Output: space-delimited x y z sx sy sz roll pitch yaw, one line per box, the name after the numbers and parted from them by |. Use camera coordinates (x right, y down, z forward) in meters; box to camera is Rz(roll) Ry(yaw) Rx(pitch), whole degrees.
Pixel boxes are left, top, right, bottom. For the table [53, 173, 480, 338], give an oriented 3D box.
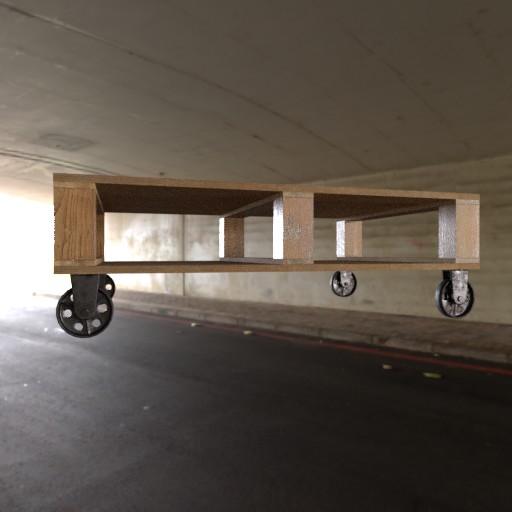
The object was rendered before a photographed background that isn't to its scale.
0.000 0.000 1.675 1.299 0.413 0.827 0 0 -17 | table
